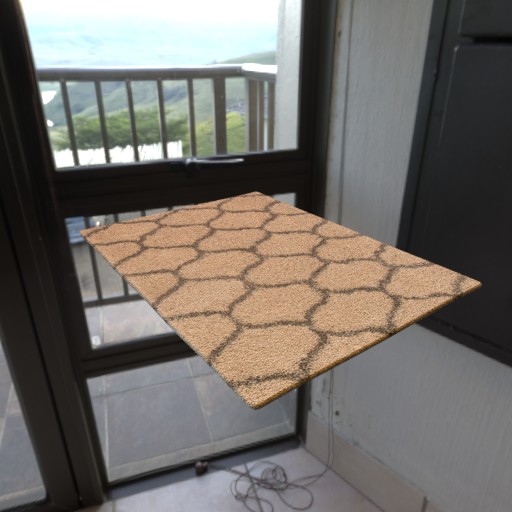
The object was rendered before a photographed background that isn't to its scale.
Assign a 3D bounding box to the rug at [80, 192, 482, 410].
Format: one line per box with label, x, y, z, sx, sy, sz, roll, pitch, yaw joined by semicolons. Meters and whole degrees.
rug;0.000;0.000;2.129;1.200;0.025;1.600;-18;31;-32
